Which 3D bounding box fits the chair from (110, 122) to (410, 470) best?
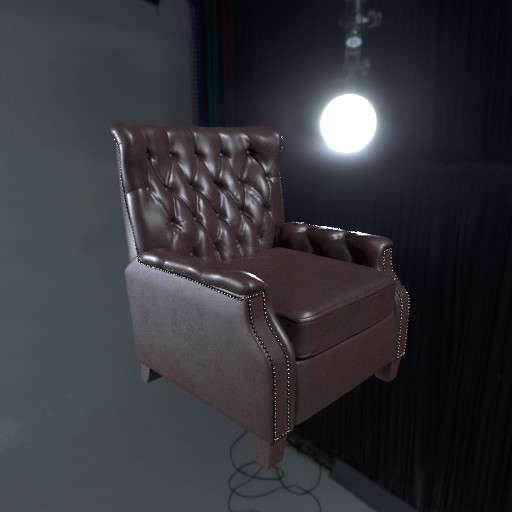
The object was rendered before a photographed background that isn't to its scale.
[{"bbox_3d":[0.000,0.000,1.491,0.709,0.864,0.823,-14,21,-43],"label":"chair"}]
